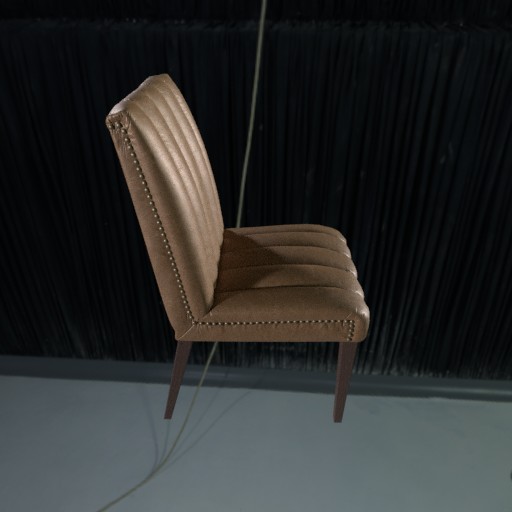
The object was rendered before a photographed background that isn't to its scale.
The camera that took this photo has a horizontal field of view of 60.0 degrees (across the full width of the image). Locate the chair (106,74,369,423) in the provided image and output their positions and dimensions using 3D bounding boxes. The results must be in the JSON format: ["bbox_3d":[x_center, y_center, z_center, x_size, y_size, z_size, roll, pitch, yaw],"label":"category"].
[{"bbox_3d":[0.000,0.000,1.397,0.647,1.016,0.511,0,31,1],"label":"chair"}]
